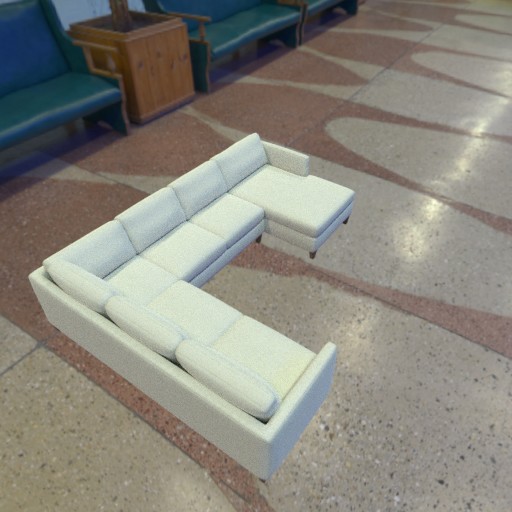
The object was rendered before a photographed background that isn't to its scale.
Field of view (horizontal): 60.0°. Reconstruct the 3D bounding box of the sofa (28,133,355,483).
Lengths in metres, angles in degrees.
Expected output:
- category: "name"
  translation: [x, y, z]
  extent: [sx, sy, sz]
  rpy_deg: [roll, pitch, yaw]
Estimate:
- category: "sofa"
  translation: [0.000, 0.000, 4.369]
  extent: [2.551, 0.853, 3.238]
  rpy_deg: [25, 47, 26]
